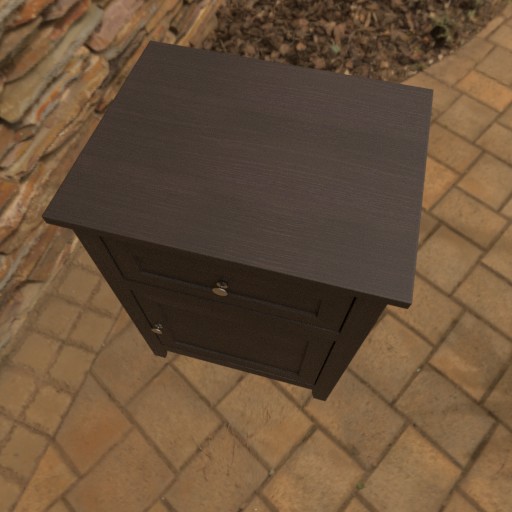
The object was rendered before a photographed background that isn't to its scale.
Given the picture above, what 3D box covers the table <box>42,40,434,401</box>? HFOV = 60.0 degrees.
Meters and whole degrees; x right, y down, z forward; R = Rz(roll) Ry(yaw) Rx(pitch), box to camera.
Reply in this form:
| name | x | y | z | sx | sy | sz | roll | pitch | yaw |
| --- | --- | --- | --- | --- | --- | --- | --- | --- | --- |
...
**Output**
| name | x | y | z | sx | sy | sz | roll | pitch | yaw |
| --- | --- | --- | --- | --- | --- | --- | --- | --- | --- |
| table | 0.000 | 0.000 | 0.916 | 0.480 | 0.635 | 0.381 | 13 | 61 | 7 |
